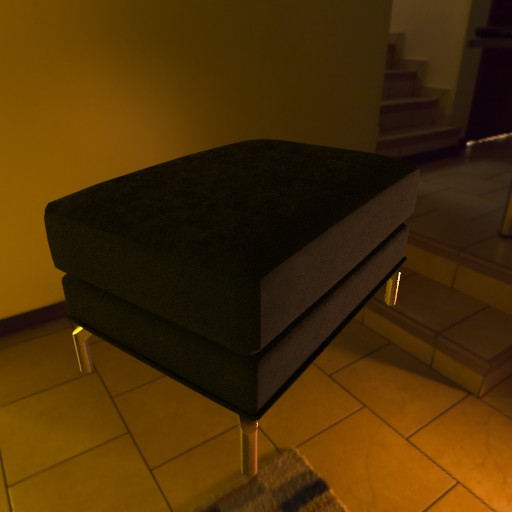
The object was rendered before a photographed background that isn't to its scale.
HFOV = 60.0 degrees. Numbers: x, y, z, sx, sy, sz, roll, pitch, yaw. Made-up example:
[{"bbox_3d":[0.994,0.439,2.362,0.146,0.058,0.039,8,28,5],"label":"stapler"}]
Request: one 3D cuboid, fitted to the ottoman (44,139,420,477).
[{"bbox_3d":[0.000,0.000,1.199,0.587,0.498,0.835,17,31,32],"label":"ottoman"}]
